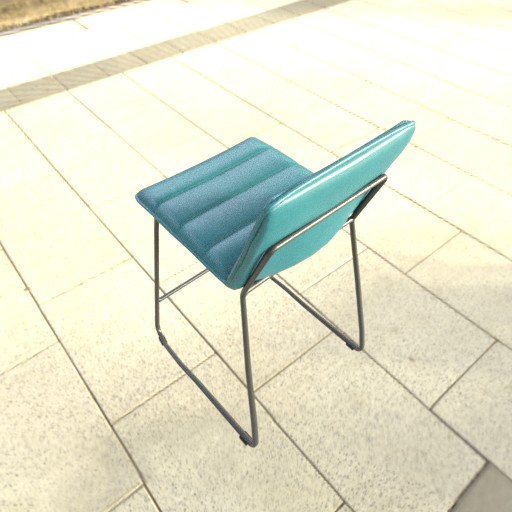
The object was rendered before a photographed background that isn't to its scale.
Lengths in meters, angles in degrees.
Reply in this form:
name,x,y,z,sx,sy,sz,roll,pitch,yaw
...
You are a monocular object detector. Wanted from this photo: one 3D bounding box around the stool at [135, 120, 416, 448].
name,x,y,z,sx,sy,sz,roll,pitch,yaw
stool,0.000,0.000,1.174,0.489,0.866,0.524,-33,55,-27
